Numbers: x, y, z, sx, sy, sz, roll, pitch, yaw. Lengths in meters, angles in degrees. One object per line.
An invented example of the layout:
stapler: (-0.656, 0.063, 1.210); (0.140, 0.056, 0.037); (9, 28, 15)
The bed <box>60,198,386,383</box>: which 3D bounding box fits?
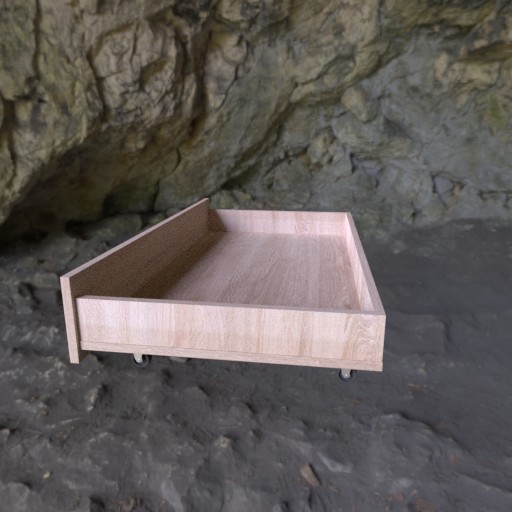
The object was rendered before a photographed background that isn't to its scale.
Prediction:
bed: (0.000, 0.000, 1.486); (0.685, 0.209, 1.200); (2, 16, 8)
